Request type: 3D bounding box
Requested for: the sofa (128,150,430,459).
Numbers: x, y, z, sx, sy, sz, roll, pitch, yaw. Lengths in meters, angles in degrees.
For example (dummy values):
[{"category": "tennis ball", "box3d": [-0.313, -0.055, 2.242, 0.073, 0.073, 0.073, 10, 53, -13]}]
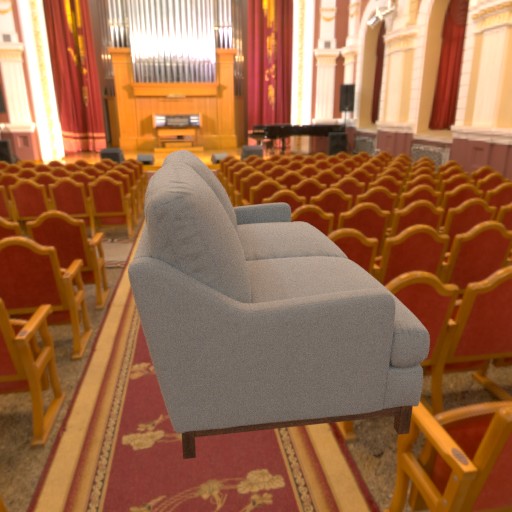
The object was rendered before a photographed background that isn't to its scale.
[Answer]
[{"category": "sofa", "box3d": [0.000, 0.000, 2.129, 0.987, 0.921, 1.589, -3, 18, -8]}]
